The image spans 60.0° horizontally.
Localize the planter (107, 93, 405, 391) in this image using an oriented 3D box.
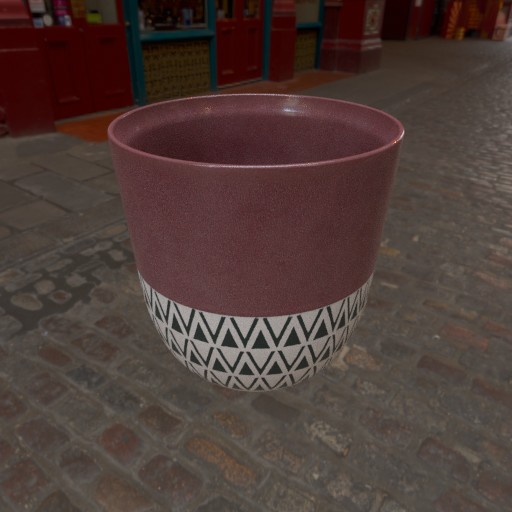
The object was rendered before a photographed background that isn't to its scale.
[{"bbox_3d":[0.000,0.000,0.355,0.195,0.214,0.195,0,30,0],"label":"planter"}]
